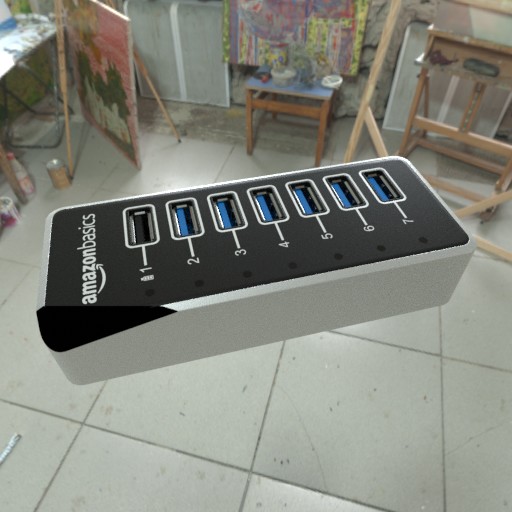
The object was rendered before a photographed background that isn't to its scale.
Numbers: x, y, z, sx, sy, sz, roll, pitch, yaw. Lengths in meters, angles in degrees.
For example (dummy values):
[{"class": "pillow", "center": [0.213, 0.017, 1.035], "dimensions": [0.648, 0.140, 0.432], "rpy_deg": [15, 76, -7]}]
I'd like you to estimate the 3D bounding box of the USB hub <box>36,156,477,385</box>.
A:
[{"class": "USB hub", "center": [0.000, 0.000, 0.126], "dimensions": [0.110, 0.023, 0.044], "rpy_deg": [-11, 48, -10]}]
